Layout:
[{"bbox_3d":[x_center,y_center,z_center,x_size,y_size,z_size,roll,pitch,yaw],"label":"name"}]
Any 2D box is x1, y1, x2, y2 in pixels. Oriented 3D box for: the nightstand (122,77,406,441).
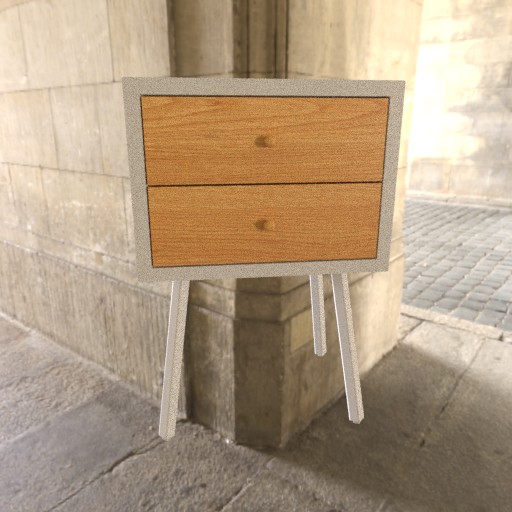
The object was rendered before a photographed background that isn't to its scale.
[{"bbox_3d":[0.000,0.000,0.839,0.400,0.601,0.316,-2,17,-7],"label":"nightstand"}]
